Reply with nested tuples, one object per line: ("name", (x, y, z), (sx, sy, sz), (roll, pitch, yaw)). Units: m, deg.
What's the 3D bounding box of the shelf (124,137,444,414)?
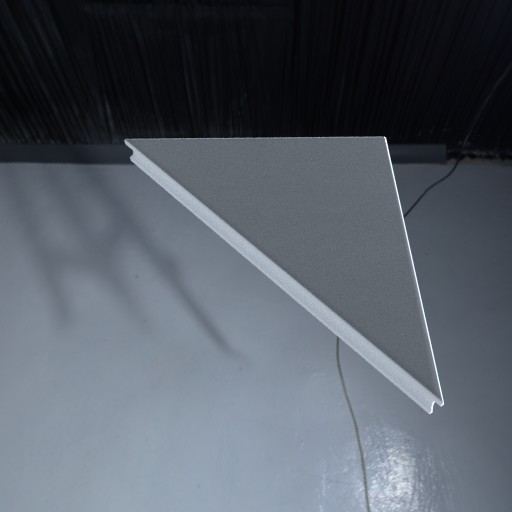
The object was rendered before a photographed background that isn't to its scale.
("shelf", (0.000, 0.000, 0.437), (0.296, 0.035, 0.296), (0, 58, 0))
